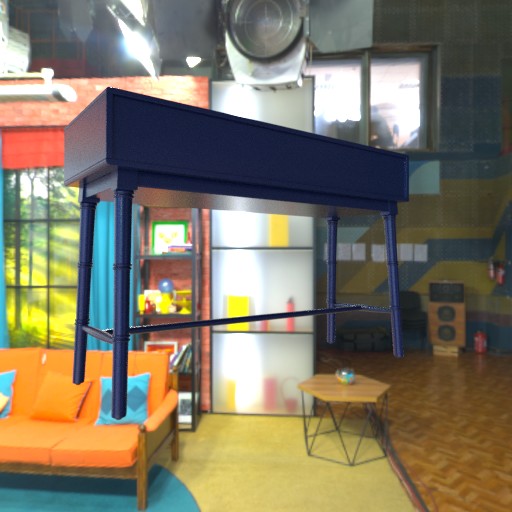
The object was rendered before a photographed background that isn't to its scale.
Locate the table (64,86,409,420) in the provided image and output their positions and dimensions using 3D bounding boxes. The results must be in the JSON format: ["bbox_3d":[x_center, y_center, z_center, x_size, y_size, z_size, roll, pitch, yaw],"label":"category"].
[{"bbox_3d":[0.000,0.000,1.469,1.118,0.749,0.399,0,0,-36],"label":"table"}]
